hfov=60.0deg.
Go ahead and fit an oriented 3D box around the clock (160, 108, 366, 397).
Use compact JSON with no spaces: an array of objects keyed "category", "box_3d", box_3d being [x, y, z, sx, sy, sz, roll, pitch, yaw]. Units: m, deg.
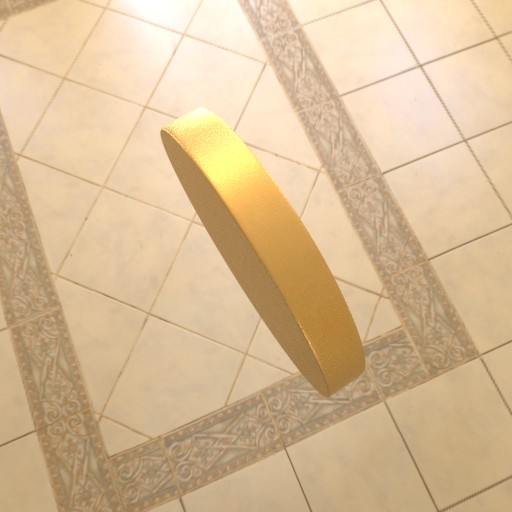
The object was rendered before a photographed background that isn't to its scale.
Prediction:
[{"category":"clock","box_3d":[0.000,0.000,0.467,0.040,0.314,0.314,-32,78,-8]}]
